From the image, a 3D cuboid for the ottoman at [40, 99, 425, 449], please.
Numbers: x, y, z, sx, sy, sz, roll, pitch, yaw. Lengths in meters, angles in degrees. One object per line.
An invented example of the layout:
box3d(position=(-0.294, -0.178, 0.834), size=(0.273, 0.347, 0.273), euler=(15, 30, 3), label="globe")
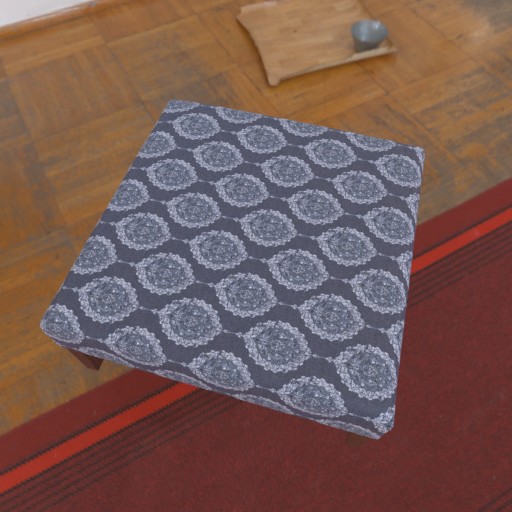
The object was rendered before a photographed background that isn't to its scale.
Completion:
box3d(position=(0.000, 0.000, 1.396), size=(0.890, 0.409, 0.889), euler=(14, 60, 8), label="ottoman")
